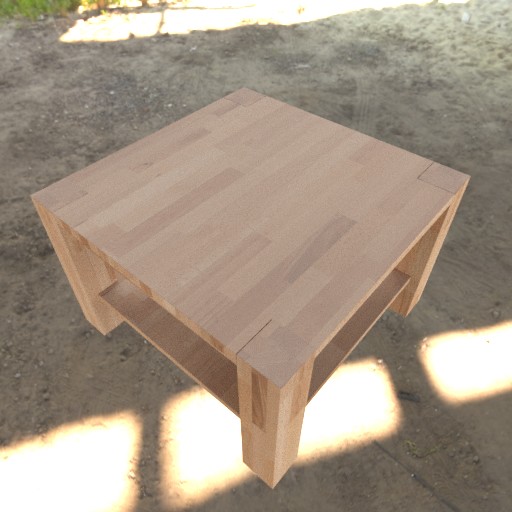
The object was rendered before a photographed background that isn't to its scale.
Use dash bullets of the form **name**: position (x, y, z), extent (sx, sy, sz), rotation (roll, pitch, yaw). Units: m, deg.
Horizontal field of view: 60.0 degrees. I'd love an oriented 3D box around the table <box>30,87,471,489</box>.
- **table**: position (0.000, 0.000, 1.153), extent (0.700, 0.451, 0.700), rotation (32, 53, 27)
